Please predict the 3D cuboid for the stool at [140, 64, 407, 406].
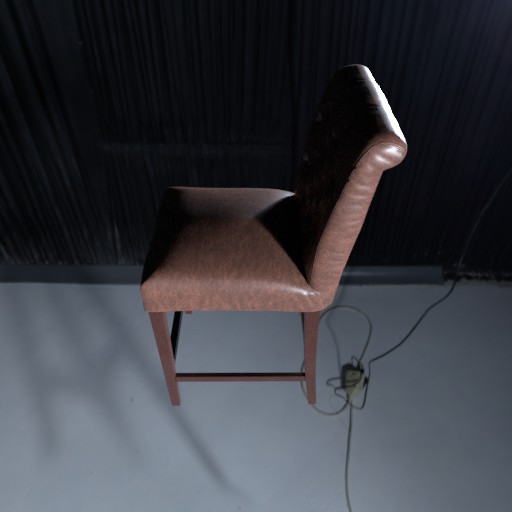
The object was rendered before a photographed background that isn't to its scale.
[{"bbox_3d":[0.000,0.000,1.452,0.660,1.084,0.486,0,43,0],"label":"stool"}]
